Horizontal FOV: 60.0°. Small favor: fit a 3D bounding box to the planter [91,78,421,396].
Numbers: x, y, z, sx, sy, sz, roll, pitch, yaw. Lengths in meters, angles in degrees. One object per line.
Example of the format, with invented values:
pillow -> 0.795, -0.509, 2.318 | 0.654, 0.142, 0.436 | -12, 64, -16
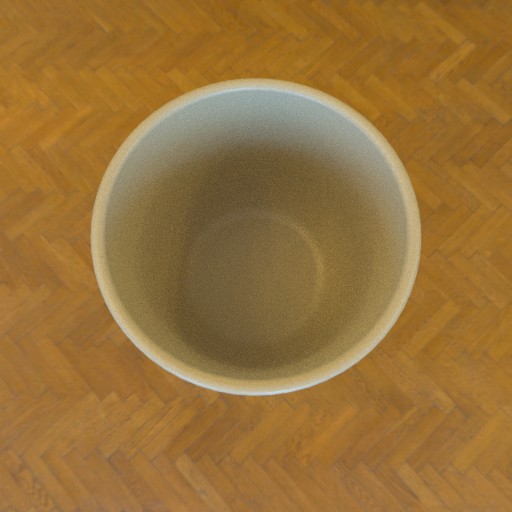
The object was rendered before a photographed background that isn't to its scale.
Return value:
planter -> 0.000, 0.000, 0.218 | 0.124, 0.109, 0.124 | 0, 77, 0
